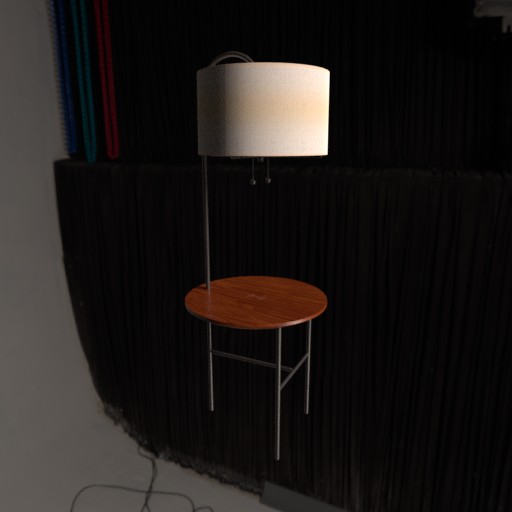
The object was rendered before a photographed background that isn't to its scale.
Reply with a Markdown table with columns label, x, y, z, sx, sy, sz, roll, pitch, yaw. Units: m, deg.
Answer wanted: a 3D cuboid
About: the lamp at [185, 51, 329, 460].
| label | x | y | z | sx | sy | sz | roll | pitch | yaw |
| --- | --- | --- | --- | --- | --- | --- | --- | --- | --- |
| lamp | 0.000 | 0.000 | 1.763 | 0.573 | 1.517 | 0.573 | 0 | 14 | 0 |
